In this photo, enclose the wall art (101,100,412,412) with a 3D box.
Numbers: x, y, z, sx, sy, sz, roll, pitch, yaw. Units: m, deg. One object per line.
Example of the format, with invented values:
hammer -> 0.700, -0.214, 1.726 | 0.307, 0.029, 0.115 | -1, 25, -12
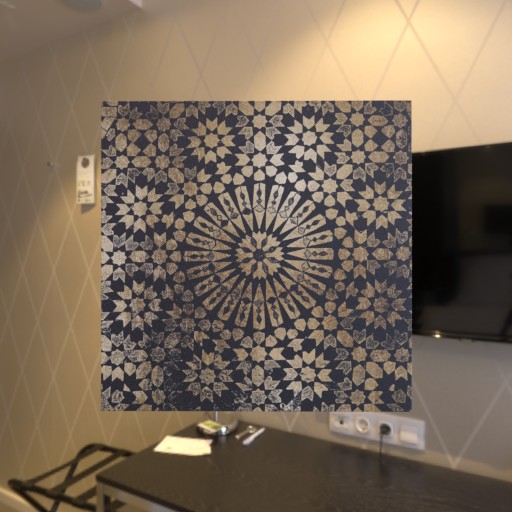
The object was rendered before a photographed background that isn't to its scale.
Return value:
wall art -> 0.000, 0.000, 1.319 | 0.914, 0.914, 0.038 | 0, 0, 0
